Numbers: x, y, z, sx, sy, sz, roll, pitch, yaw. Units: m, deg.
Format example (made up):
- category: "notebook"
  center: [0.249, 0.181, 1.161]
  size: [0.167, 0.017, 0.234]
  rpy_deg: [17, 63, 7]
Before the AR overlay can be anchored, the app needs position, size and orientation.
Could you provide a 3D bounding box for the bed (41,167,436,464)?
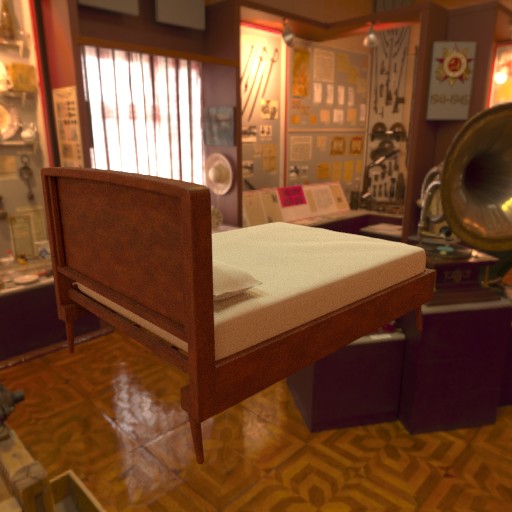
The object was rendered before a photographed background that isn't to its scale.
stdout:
- category: "bed"
  center: [0.000, 0.000, 3.087]
  size: [2.196, 1.275, 1.587]
  rpy_deg: [-14, 20, -42]
